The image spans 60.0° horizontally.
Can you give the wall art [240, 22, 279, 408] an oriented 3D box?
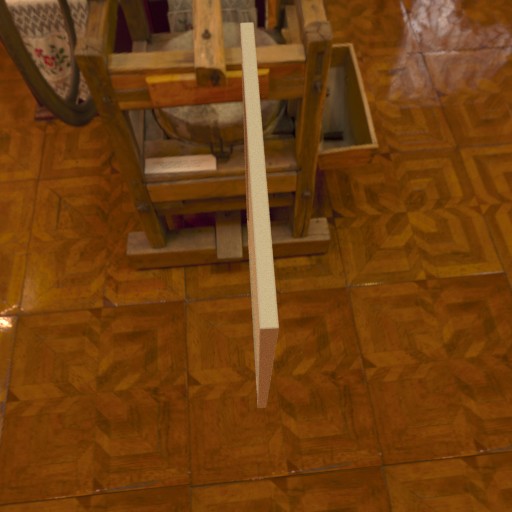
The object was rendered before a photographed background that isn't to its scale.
[{"bbox_3d":[0.000,0.000,1.627,0.038,1.212,0.914,-3,64,-1],"label":"wall art"}]
